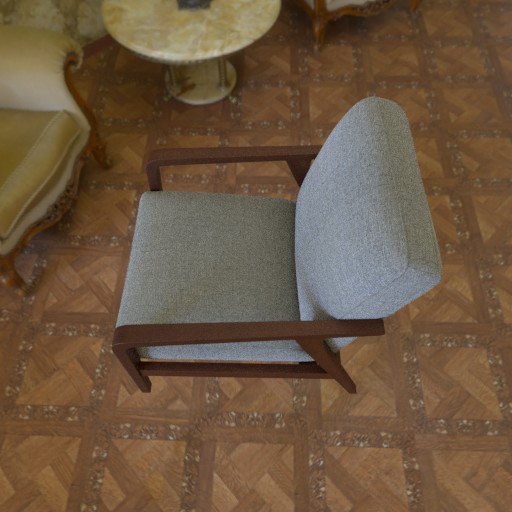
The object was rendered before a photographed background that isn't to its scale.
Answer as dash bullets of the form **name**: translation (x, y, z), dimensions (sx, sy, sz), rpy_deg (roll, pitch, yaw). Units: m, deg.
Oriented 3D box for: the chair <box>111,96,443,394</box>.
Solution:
- **chair**: translation (0.000, 0.000, 1.448), dimensions (0.858, 0.847, 0.704), rpy_deg (0, 58, 0)
